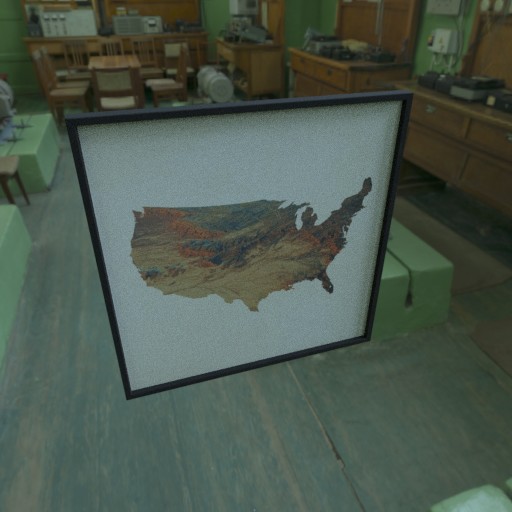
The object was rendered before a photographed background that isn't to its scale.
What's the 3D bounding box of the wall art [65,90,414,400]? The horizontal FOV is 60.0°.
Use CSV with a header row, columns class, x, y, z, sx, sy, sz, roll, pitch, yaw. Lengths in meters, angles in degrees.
class,x,y,z,sx,sy,sz,roll,pitch,yaw
wall art,0.000,0.000,1.139,0.762,0.762,0.038,-10,32,-16
